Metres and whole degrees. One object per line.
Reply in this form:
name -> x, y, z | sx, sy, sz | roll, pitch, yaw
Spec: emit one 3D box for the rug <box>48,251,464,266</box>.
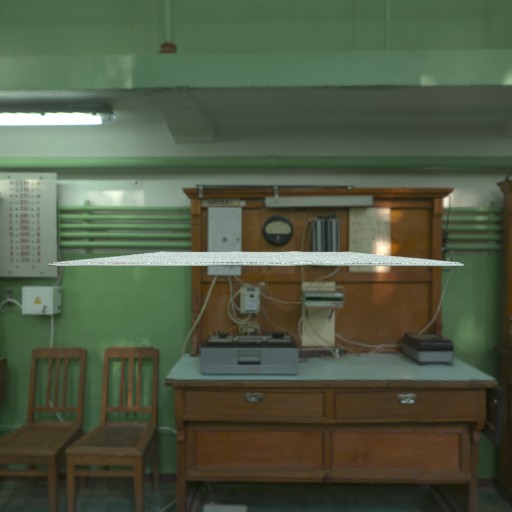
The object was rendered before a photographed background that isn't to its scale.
rug -> 0.000, 0.000, 4.092 | 2.429, 0.030, 3.052 | 0, 2, 0
